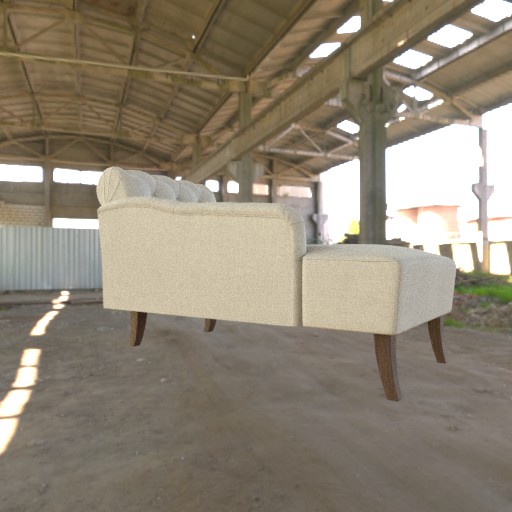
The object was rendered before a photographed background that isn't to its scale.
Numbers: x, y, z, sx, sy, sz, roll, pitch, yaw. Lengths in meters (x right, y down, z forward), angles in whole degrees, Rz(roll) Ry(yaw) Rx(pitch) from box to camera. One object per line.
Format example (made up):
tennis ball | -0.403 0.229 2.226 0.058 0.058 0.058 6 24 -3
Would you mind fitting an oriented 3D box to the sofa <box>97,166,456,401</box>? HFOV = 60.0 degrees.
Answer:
sofa | 0.000 0.000 1.789 1.379 0.787 0.675 -1 -1 36
